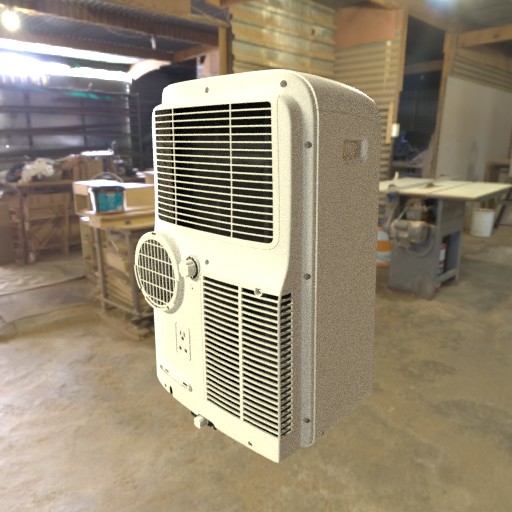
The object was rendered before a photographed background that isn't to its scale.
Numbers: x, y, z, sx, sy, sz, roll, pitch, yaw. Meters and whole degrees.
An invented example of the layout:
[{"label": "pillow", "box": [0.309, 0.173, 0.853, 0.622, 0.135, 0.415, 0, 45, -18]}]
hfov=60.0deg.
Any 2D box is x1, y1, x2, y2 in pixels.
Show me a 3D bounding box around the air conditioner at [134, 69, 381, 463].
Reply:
[{"label": "air conditioner", "box": [0.000, 0.000, 0.956, 0.365, 0.700, 0.454, -14, 20, -43]}]
